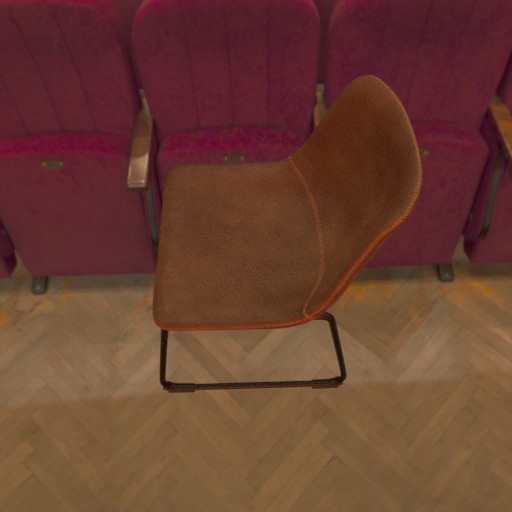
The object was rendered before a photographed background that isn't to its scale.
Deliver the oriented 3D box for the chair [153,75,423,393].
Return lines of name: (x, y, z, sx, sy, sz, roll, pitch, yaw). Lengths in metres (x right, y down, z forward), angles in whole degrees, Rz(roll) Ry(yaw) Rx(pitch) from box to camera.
chair: (0.000, 0.000, 1.082, 0.551, 0.780, 0.460, -1, 60, -1)
